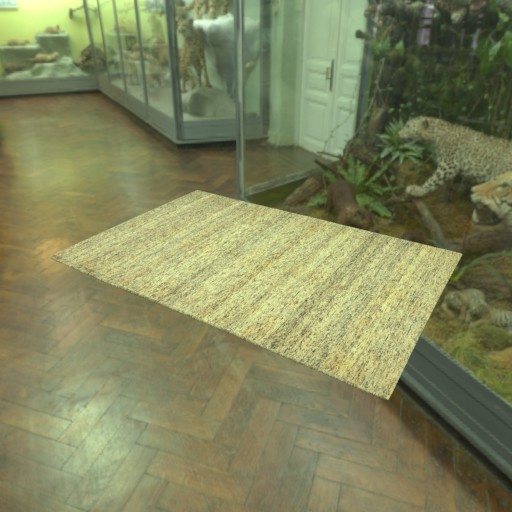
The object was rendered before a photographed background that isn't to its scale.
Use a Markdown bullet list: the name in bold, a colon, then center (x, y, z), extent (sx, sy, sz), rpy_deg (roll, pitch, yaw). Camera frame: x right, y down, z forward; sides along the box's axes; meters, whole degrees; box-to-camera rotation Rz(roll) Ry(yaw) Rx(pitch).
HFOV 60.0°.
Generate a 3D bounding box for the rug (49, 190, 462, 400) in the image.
- **rug**: center (0.000, 0.000, 2.372), extent (1.846, 0.014, 1.243), rpy_deg (17, 33, 29)
